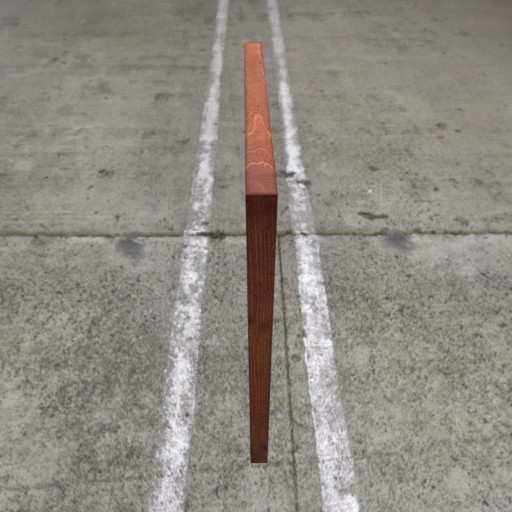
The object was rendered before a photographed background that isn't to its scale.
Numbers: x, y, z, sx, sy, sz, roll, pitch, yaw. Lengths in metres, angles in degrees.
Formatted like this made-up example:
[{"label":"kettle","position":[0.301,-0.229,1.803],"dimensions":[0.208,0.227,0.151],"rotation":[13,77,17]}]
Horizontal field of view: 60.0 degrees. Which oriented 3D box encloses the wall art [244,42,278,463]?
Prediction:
[{"label":"wall art","position":[0.000,0.000,0.761],"dimensions":[0.030,0.558,0.462],"rotation":[-1,41,-1]}]
